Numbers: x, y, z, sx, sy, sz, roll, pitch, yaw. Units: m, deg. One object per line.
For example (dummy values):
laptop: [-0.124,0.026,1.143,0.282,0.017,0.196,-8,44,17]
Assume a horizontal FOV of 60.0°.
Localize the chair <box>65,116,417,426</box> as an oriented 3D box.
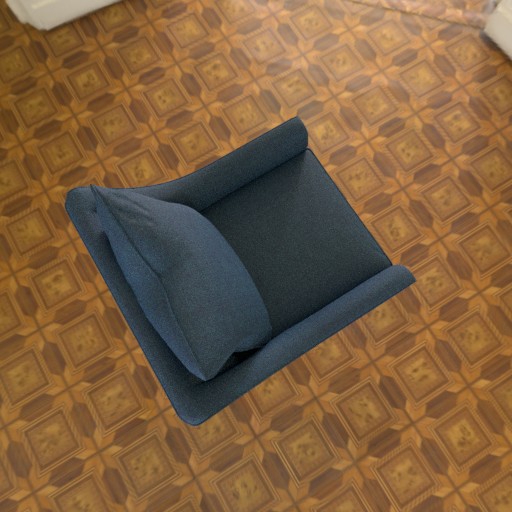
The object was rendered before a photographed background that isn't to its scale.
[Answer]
chair: [0.000,0.000,1.581,0.870,0.939,0.750,-31,78,-7]
